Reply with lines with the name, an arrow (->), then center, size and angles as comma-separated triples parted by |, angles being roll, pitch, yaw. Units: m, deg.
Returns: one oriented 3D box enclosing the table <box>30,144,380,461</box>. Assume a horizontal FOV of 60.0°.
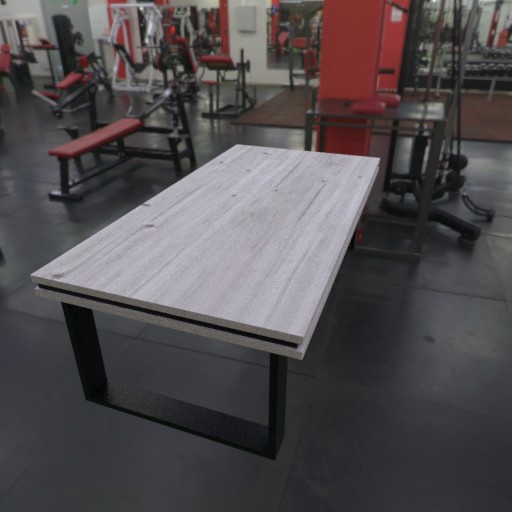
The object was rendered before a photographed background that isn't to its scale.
table -> 0.000, 0.000, 1.660 | 0.700, 0.450, 1.350 | 10, 30, 18
